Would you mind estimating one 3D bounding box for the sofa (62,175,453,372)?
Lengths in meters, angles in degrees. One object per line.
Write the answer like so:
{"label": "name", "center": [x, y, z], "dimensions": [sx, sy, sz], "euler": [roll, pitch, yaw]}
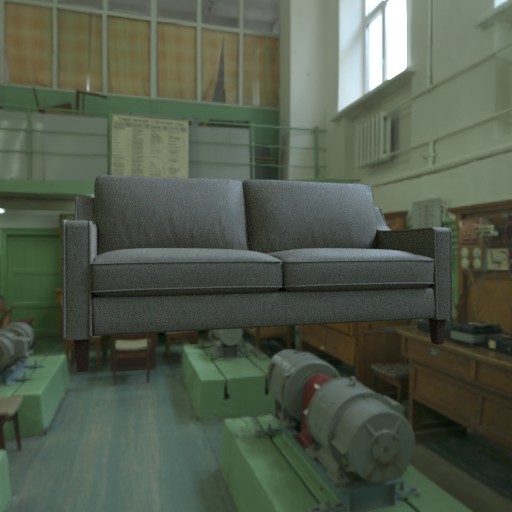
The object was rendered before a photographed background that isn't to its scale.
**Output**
{"label": "sofa", "center": [0.000, 0.000, 2.829], "dimensions": [2.181, 1.074, 1.073], "euler": [0, 1, -17]}
